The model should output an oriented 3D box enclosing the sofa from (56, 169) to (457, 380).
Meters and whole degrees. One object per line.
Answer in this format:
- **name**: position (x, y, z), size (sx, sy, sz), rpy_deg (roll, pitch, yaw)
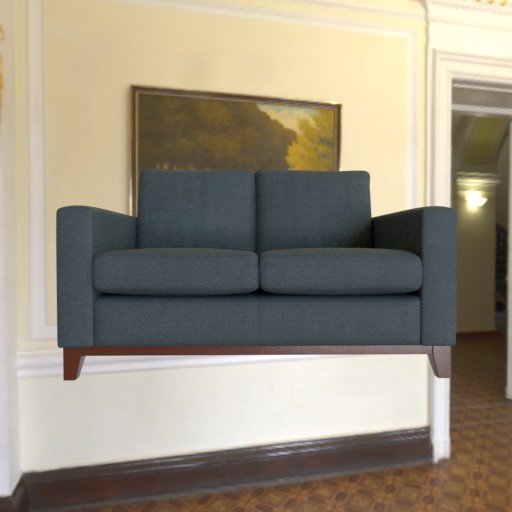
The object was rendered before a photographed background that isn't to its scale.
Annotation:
- **sofa**: position (0.000, 0.000, 2.073), size (1.489, 0.903, 0.955), rpy_deg (0, 1, -1)
